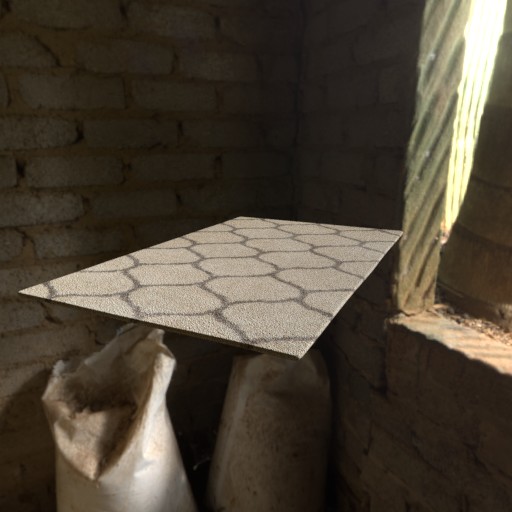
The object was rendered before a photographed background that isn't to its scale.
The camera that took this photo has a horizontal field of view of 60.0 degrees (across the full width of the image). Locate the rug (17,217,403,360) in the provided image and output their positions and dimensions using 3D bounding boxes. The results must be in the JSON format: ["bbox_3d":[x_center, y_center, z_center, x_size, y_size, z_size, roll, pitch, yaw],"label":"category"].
[{"bbox_3d":[0.000,0.000,2.889,1.501,0.024,2.348,7,17,25],"label":"rug"}]
